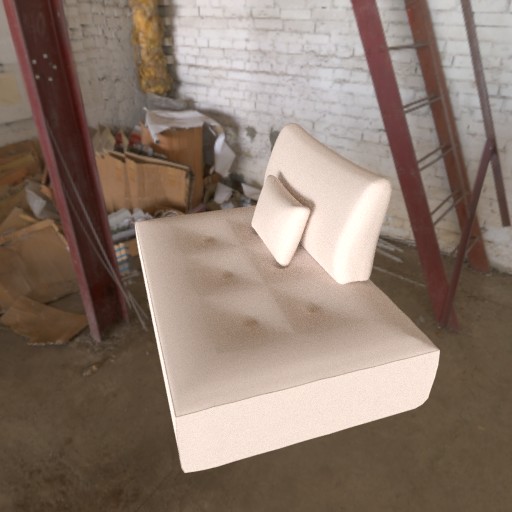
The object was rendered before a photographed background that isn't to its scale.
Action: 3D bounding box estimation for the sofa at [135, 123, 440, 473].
[{"bbox_3d":[0.000,0.000,2.042,1.000,0.820,1.450,-9,32,-16],"label":"sofa"}]
